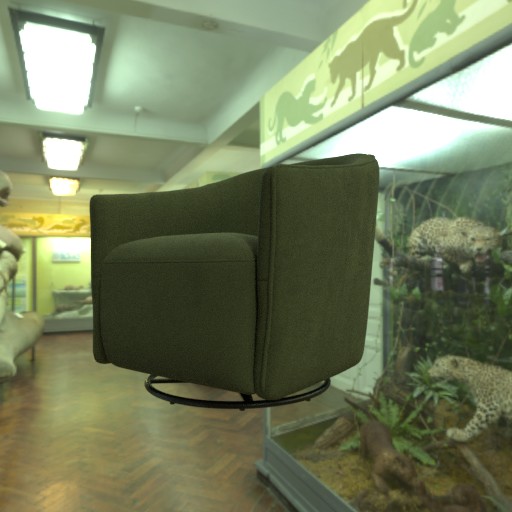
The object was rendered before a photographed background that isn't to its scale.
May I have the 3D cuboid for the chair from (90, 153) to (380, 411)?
[{"bbox_3d":[0.000,0.000,1.481,0.747,0.799,0.875,-1,-2,36],"label":"chair"}]
